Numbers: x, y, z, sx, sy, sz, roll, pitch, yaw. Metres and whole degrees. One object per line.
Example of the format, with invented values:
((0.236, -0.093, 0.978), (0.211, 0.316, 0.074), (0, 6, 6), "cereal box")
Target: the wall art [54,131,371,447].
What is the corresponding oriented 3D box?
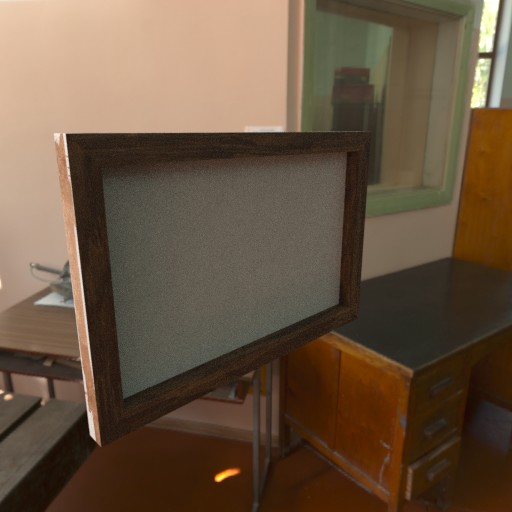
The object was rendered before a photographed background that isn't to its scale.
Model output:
((0.000, 0.000, 0.753), (0.609, 0.405, 0.035), (-15, 22, -42), "wall art")
